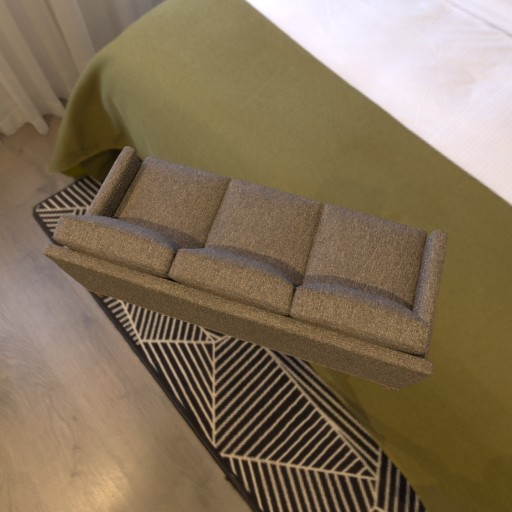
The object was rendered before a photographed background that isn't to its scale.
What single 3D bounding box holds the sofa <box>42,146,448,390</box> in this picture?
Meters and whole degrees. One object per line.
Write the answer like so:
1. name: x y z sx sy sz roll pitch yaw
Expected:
1. sofa: 0.000 0.000 2.839 2.246 1.003 1.084 16 63 8
